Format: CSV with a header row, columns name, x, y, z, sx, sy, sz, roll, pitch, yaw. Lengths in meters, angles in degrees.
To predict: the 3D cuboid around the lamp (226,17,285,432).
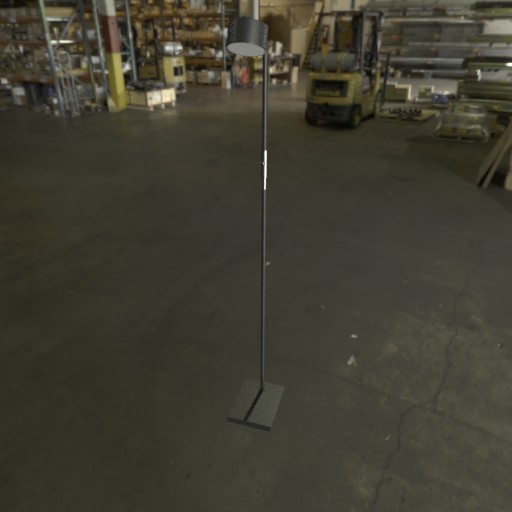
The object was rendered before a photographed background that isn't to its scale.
name,x,y,z,sx,sy,sz,roll,pitch,yaw
lamp,0.000,0.000,1.695,0.203,1.600,0.304,8,28,15
